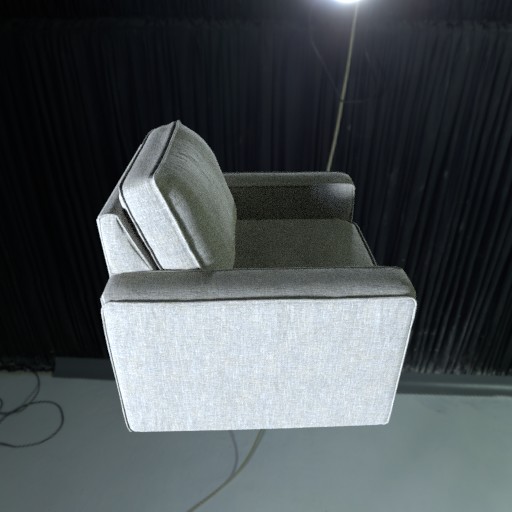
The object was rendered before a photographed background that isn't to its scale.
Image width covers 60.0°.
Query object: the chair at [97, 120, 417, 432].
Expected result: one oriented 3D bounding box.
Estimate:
[{"bbox_3d":[0.000,0.000,1.744,0.940,0.914,1.016,-1,32,-2],"label":"chair"}]
